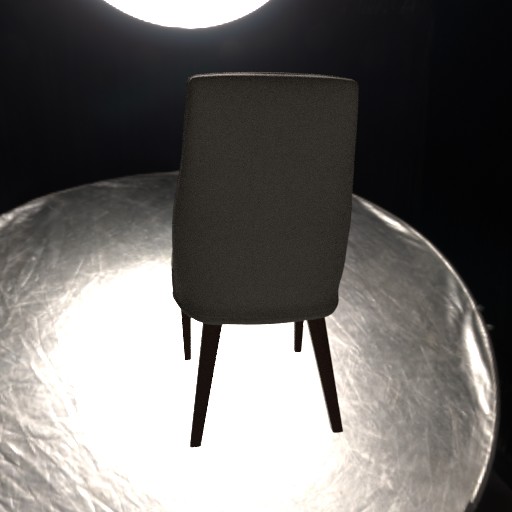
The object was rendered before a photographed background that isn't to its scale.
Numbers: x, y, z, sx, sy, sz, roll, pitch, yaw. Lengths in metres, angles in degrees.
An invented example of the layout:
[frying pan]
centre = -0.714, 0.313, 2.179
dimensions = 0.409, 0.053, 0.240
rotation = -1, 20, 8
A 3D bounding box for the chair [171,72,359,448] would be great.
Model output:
[chair]
centre = 0.000, 0.000, 1.307
dimensions = 0.500, 0.930, 0.620
rotation = -2, 14, -9
